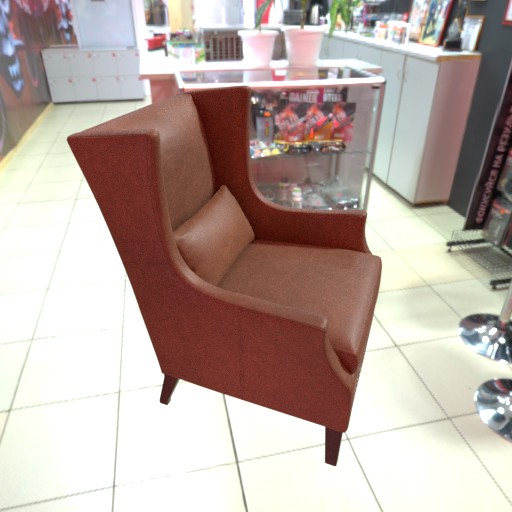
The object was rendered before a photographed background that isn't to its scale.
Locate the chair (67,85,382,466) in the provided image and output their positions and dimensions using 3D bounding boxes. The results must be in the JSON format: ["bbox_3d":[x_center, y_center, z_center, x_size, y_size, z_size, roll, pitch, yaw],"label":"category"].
[{"bbox_3d":[0.000,0.000,1.674,0.913,1.088,0.815,11,33,17],"label":"chair"}]
